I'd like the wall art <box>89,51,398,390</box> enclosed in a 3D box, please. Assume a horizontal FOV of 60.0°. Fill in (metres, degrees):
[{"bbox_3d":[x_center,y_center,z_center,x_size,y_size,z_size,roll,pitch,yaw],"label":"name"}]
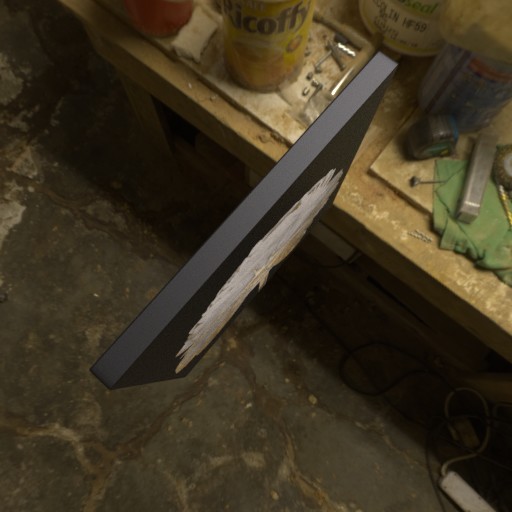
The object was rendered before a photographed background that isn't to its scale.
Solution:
[{"bbox_3d":[0.000,0.000,0.900,0.043,0.611,0.610,39,79,9],"label":"wall art"}]
